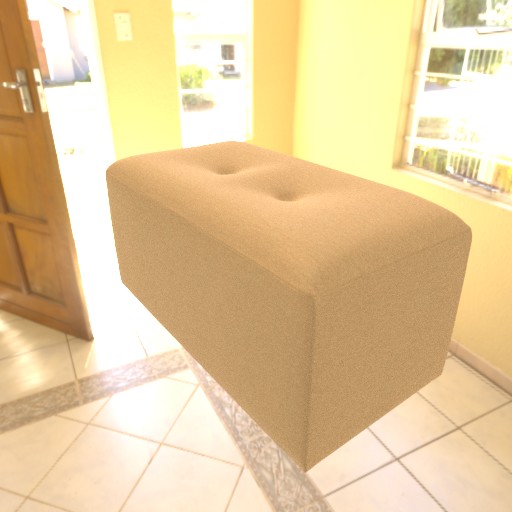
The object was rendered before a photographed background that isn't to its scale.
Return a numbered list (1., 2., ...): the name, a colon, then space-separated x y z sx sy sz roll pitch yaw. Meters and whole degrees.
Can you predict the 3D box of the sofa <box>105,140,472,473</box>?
1. sofa: 0.000 0.000 1.204 0.480 0.470 0.930 -19 32 -33
